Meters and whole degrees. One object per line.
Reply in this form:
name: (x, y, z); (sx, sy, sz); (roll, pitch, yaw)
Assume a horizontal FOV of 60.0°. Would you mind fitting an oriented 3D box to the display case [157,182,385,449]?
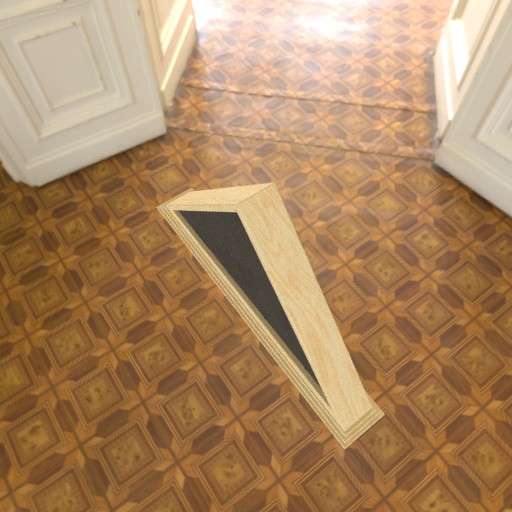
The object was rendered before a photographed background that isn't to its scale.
display case: (0.000, 0.000, 0.761); (0.095, 0.340, 0.640); (-32, 64, -18)
